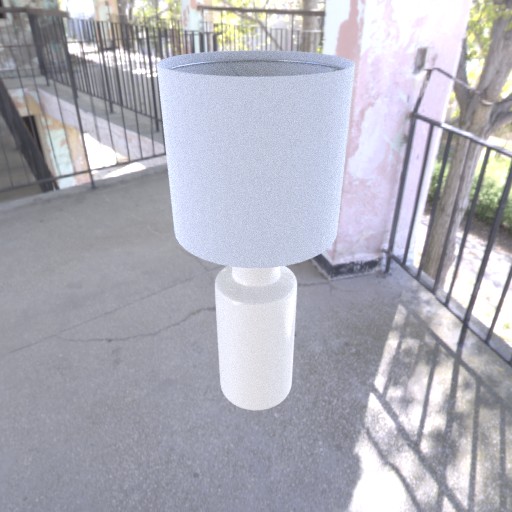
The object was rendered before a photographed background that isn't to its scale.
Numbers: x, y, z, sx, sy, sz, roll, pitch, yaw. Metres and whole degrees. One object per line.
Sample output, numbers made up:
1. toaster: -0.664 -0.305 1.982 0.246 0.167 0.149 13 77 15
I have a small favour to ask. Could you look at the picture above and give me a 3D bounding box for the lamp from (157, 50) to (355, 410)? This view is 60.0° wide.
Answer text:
1. lamp: 0.000 0.000 0.608 0.212 0.493 0.212 -10 32 -16
